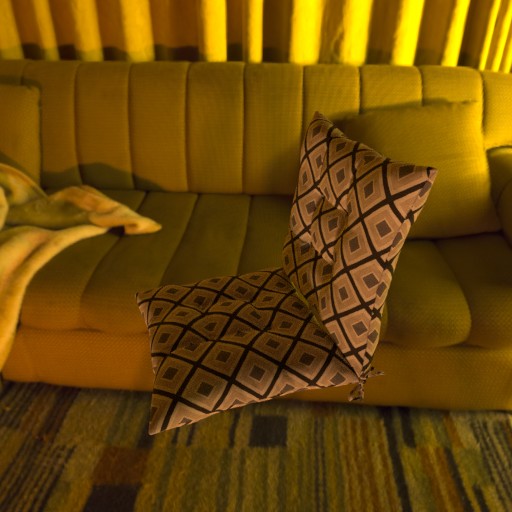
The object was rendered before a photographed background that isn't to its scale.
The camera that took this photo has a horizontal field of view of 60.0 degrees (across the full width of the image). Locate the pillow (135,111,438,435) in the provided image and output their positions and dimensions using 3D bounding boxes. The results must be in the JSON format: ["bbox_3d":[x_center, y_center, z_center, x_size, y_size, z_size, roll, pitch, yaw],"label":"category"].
[{"bbox_3d":[0.000,0.000,1.034,0.585,0.536,0.541,-9,31,-15],"label":"pillow"}]
